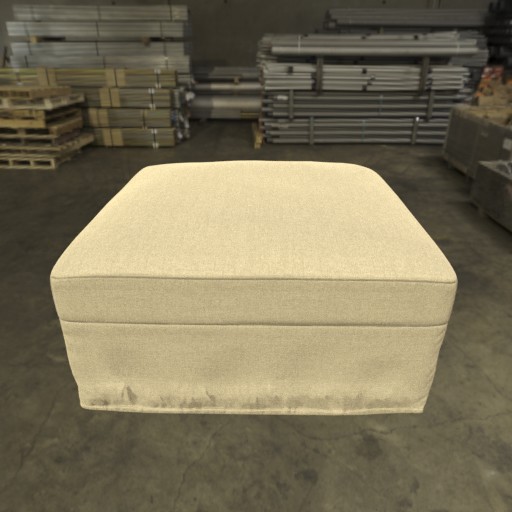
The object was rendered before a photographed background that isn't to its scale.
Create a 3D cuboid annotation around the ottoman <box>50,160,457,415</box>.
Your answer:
[{"bbox_3d":[0.000,0.000,1.310,0.843,0.436,0.840,0,27,1],"label":"ottoman"}]
